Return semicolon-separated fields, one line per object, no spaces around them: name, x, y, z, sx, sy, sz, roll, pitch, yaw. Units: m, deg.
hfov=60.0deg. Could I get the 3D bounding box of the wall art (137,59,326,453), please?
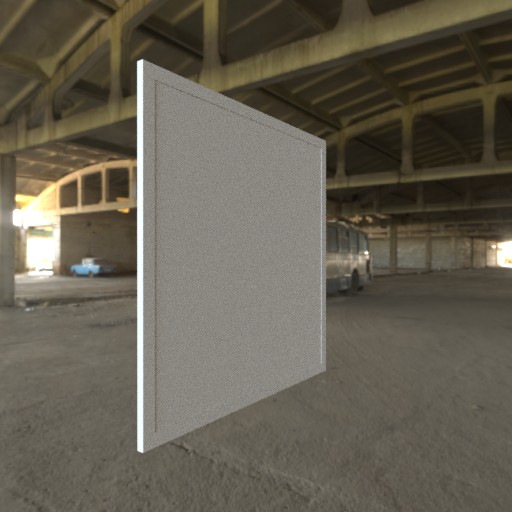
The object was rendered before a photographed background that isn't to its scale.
wall art;0.000;0.000;1.013;0.015;0.660;0.660;0;0;36
